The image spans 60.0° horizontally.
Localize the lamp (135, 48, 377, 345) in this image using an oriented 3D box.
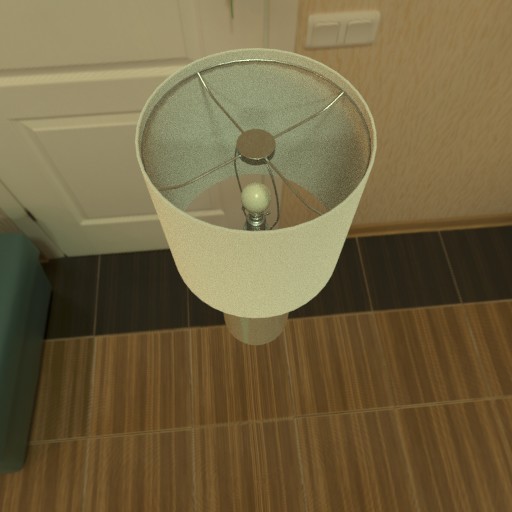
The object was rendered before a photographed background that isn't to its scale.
[{"bbox_3d":[0.000,0.000,0.610,0.212,0.493,0.212,-31,67,-15],"label":"lamp"}]
